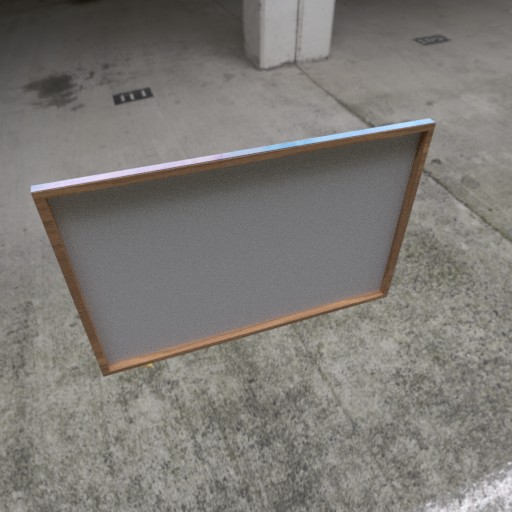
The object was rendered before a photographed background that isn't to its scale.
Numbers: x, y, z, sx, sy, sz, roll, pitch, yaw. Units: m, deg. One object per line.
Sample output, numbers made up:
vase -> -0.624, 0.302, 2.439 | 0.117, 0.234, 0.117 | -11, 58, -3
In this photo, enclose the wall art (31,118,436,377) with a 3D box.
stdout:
wall art -> 0.000, 0.000, 0.769 | 0.604, 0.402, 0.018 | -13, 43, -15
